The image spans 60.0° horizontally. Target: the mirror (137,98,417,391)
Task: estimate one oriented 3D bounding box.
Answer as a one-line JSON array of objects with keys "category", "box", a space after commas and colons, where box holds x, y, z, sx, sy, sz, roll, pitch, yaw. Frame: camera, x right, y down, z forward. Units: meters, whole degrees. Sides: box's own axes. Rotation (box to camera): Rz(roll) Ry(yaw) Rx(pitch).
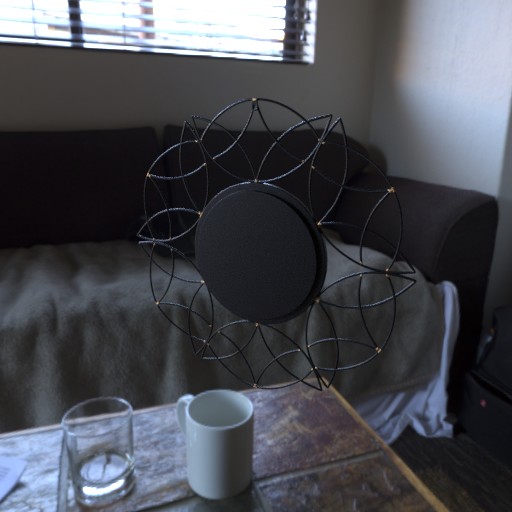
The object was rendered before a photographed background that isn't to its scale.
[{"category": "mirror", "box": [0.000, 0.000, 1.153, 0.797, 0.775, 0.028, 8, 18, 25]}]
